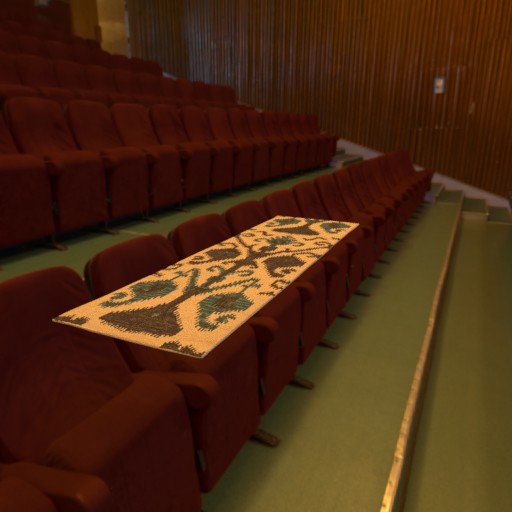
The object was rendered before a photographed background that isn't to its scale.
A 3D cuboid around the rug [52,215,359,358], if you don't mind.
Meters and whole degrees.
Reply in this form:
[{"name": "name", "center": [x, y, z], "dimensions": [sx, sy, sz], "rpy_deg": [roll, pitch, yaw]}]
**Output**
[{"name": "rug", "center": [0.000, 0.000, 2.584], "dimensions": [0.692, 0.017, 2.301], "rpy_deg": [8, 18, 24]}]
